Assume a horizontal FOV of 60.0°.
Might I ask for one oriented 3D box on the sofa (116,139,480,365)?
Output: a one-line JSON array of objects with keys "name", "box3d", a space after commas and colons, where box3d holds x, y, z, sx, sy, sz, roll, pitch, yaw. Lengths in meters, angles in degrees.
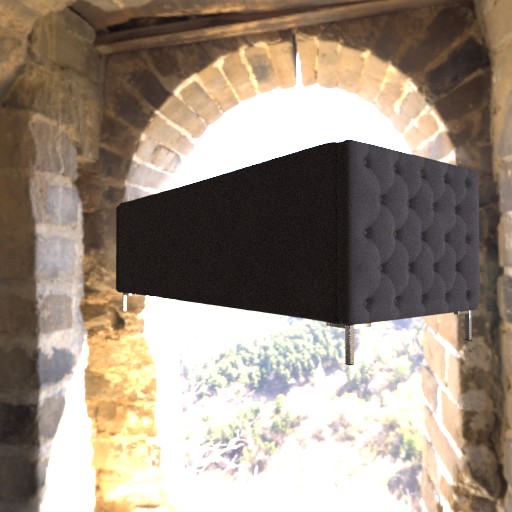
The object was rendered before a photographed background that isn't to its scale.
[{"name": "sofa", "box3d": [0.000, 0.000, 2.571, 0.895, 0.771, 2.209, 1, -1, -37]}]
